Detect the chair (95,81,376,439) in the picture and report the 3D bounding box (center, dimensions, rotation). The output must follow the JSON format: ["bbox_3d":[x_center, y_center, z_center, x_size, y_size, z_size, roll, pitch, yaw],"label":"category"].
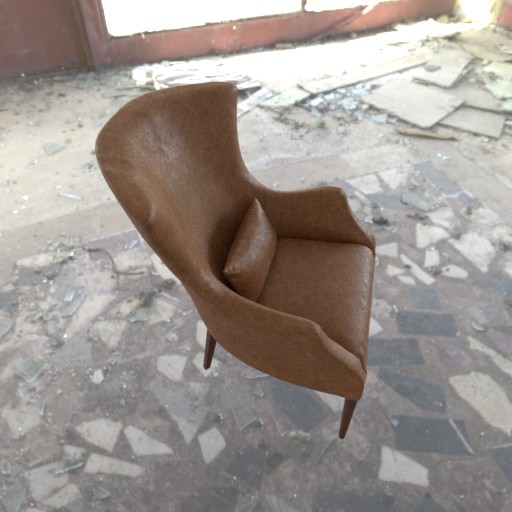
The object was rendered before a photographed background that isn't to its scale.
[{"bbox_3d":[0.000,0.000,1.722,0.955,1.067,0.846,10,46,10],"label":"chair"}]
